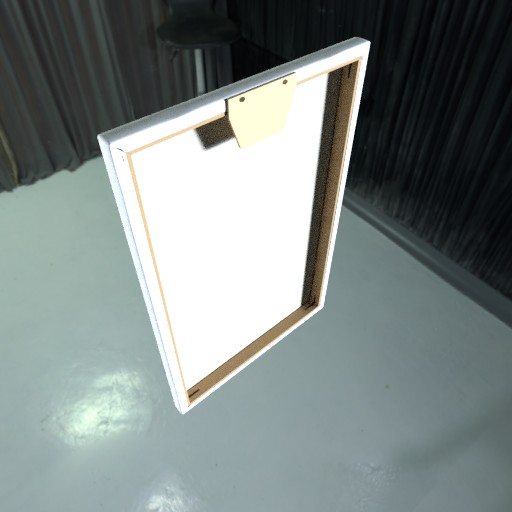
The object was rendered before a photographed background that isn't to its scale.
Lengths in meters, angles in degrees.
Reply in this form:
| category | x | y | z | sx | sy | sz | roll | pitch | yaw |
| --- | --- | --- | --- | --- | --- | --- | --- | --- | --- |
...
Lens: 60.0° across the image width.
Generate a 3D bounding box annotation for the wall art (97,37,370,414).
| category | x | y | z | sx | sy | sz | roll | pitch | yaw |
| --- | --- | --- | --- | --- | --- | --- | --- | --- | --- |
| wall art | 0.000 | 0.000 | 1.116 | 0.602 | 0.902 | 0.048 | -32 | 54 | -27 |
